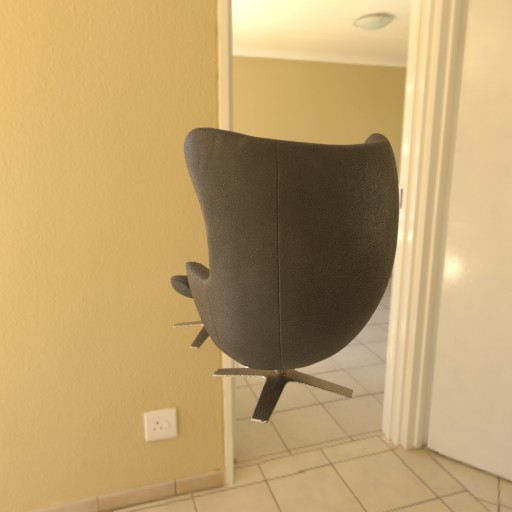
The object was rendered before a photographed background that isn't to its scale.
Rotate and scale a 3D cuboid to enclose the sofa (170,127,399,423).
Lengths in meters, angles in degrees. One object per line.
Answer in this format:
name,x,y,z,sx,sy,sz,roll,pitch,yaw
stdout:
sofa,0.000,0.000,2.152,0.894,1.135,1.444,-6,14,-26
